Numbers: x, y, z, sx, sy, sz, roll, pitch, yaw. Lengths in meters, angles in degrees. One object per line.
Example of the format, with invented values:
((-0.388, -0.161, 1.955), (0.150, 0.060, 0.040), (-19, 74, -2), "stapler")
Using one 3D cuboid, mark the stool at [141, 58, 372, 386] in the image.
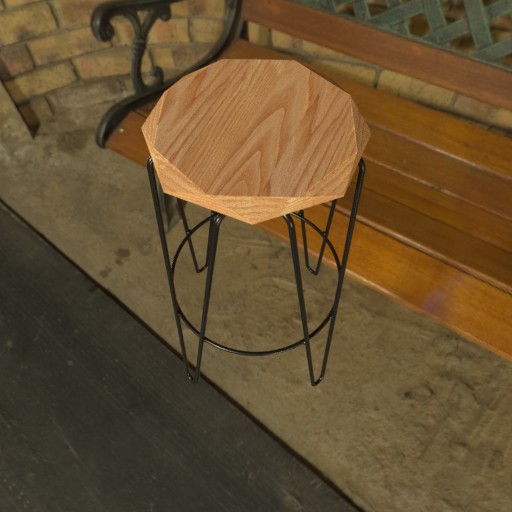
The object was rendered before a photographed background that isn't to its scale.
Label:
((0.000, 0.000, 0.788), (0.326, 0.610, 0.326), (1, 58, 1), "stool")
